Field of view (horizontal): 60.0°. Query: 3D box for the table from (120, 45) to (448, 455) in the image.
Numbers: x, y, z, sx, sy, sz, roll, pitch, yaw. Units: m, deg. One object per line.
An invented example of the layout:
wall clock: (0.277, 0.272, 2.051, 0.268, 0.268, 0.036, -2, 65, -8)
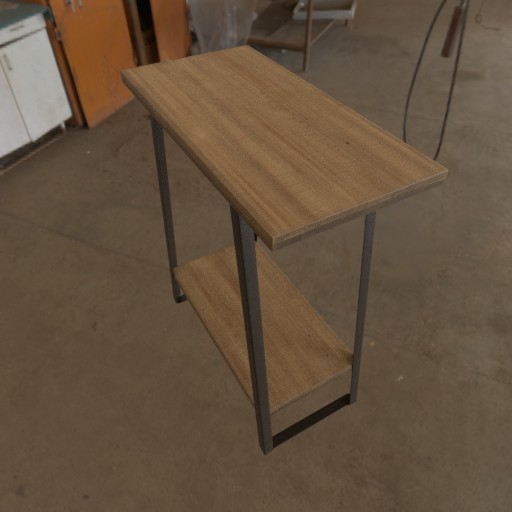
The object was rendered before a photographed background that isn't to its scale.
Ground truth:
table: (0.000, 0.000, 1.017, 0.300, 0.701, 0.599, -22, 48, -21)
